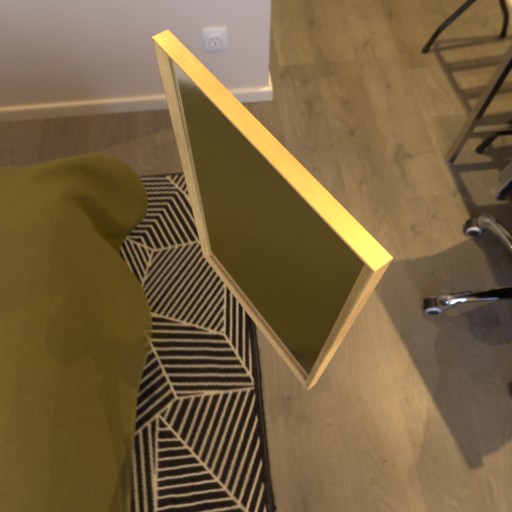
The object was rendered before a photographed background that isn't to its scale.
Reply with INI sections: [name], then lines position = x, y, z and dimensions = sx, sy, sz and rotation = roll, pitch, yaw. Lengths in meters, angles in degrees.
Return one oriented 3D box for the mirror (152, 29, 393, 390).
[mirror]
position = 0.000, 0.000, 1.141
dimensions = 0.041, 0.915, 0.609
rotation = -33, 68, -16
